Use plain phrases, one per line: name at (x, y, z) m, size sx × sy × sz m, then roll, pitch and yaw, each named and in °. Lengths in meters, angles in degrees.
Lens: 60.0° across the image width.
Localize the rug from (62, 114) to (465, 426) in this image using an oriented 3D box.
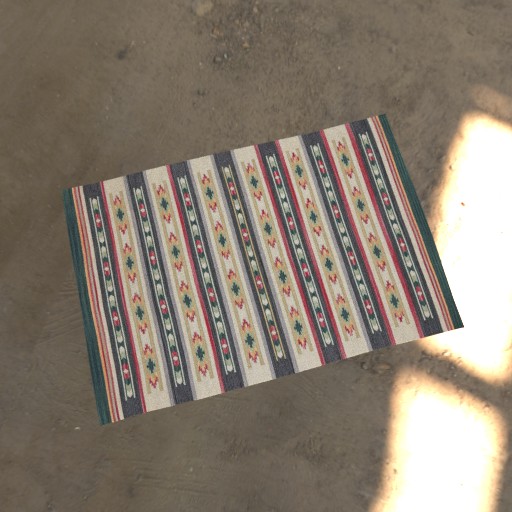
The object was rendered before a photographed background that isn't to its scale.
rug at (0.000, 0.000, 2.269) m, size 1.825 × 0.009 × 1.221 m, roll -14°, pitch 76°, yaw -4°
